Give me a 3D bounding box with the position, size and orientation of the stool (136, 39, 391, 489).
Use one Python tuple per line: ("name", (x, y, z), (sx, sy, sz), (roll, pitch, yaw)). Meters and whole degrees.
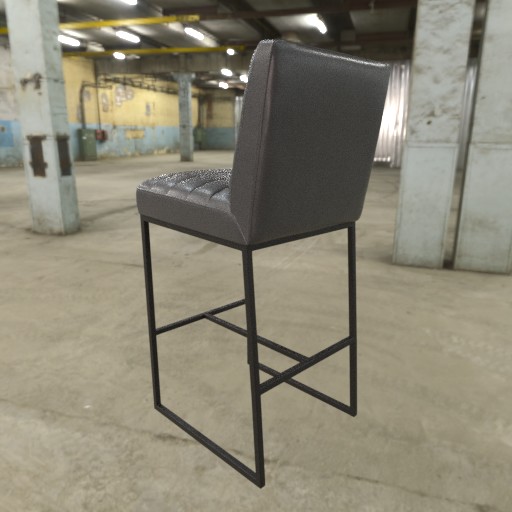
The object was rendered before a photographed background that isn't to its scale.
("stool", (0.000, 0.000, 1.289), (0.457, 1.040, 0.552), (-14, 21, -43))
